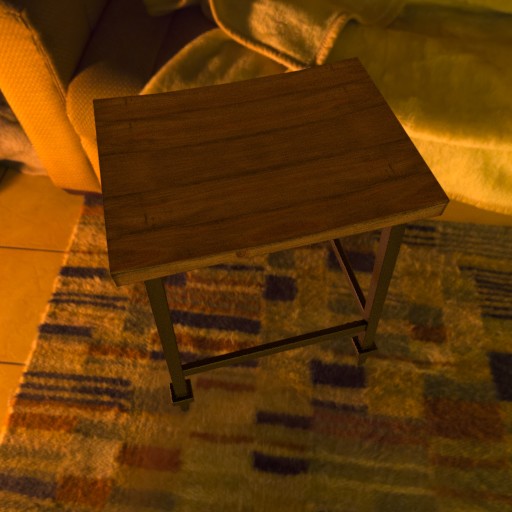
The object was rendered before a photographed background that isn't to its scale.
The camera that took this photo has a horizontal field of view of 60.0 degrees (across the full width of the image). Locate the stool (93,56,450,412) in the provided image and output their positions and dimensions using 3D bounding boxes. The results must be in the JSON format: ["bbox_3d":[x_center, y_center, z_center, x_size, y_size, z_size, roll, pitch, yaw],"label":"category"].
[{"bbox_3d":[0.000,0.000,0.938,0.486,0.625,0.405,-12,58,-8],"label":"stool"}]
